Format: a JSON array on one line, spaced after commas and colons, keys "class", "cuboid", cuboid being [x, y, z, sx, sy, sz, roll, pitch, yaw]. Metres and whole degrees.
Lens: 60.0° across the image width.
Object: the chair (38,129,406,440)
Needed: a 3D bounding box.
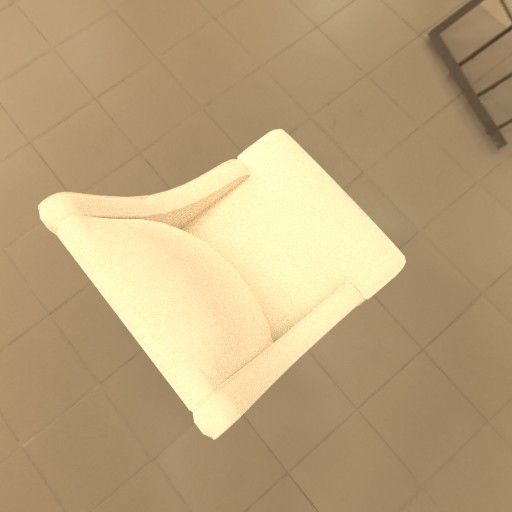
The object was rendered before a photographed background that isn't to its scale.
[{"class": "chair", "cuboid": [0.000, 0.000, 1.450, 0.806, 0.886, 0.689, -39, 78, -10]}]
